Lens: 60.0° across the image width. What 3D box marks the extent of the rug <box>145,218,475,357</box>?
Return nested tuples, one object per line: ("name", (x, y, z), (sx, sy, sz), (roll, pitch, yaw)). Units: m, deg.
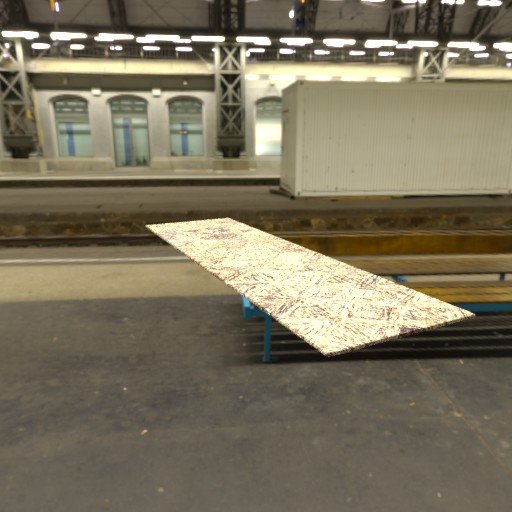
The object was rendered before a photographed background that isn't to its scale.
("rug", (0.000, 0.000, 2.496), (0.688, 0.015, 2.292), (-8, 17, -26))
